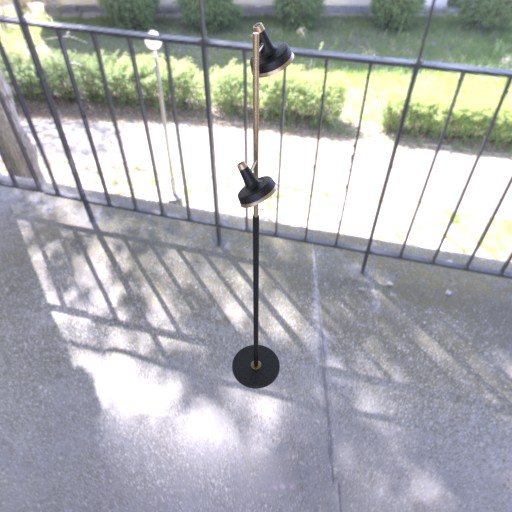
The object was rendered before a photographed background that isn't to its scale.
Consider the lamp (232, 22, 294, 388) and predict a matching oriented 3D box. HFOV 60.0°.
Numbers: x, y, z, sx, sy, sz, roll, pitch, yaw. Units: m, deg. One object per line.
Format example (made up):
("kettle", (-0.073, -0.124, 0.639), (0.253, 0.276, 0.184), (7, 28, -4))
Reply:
("lamp", (0.000, 0.000, 1.767), (0.253, 1.674, 0.351), (10, 46, 10))
